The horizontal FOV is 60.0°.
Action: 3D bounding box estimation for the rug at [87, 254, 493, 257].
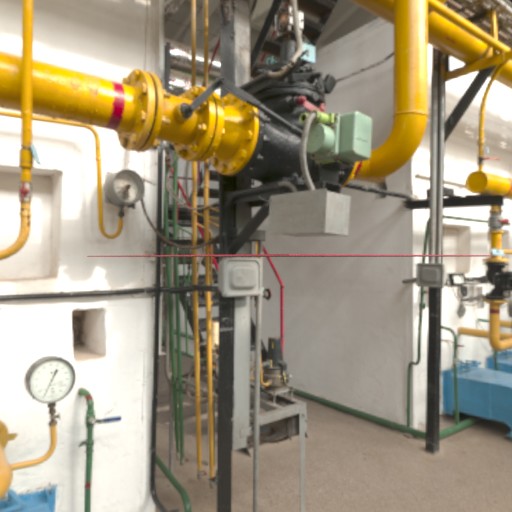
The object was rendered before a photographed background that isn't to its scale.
[{"bbox_3d":[0.000,0.000,3.014,1.534,0.010,2.423,0,0,-37],"label":"rug"}]
